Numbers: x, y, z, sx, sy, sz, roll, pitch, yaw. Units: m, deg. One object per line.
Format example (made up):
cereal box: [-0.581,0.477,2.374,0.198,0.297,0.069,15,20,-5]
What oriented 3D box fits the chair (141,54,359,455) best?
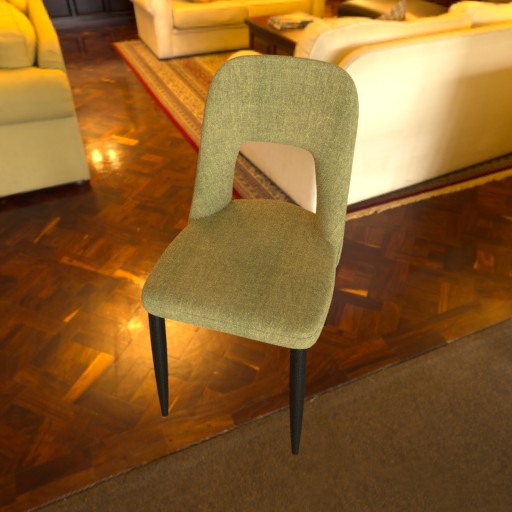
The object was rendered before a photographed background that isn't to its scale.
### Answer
chair: [0.000,0.000,1.263,0.470,0.931,0.612,11,41,13]
